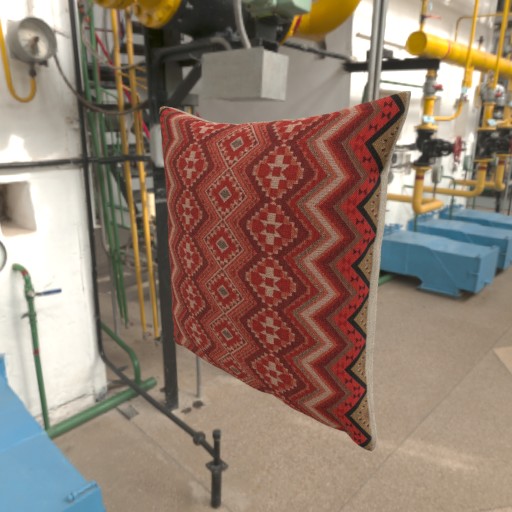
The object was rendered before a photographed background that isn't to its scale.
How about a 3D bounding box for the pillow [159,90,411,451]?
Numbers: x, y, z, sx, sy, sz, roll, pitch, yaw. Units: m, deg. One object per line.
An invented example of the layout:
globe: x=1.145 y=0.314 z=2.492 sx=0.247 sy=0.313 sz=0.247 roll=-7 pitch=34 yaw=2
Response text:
pillow: x=0.000 y=0.000 z=0.765 sx=0.513 sy=0.511 sz=0.158 roll=16 pitch=23 yaw=42
